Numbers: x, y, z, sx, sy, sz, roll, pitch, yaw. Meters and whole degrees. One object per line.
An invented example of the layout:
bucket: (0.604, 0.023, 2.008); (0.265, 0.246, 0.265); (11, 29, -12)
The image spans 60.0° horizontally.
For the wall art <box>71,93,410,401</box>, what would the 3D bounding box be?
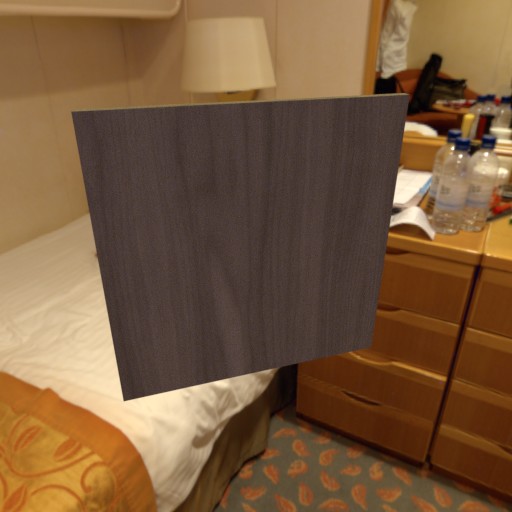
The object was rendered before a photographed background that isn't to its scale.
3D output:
wall art: (0.000, 0.000, 0.761); (0.508, 0.507, 0.016); (-8, 29, -16)
